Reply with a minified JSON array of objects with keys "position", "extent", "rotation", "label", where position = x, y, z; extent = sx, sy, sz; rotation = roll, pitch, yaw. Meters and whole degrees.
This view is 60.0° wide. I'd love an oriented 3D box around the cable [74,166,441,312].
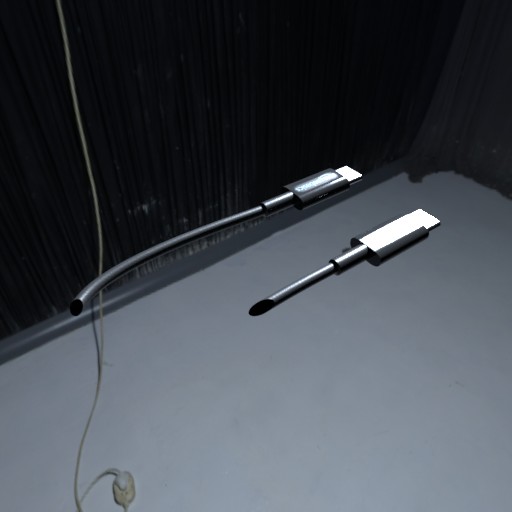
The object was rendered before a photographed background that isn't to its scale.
[{"position":[0.000,0.000,0.113],"extent":[0.098,0.005,0.041],"rotation":[-25,47,-26],"label":"cable"}]
